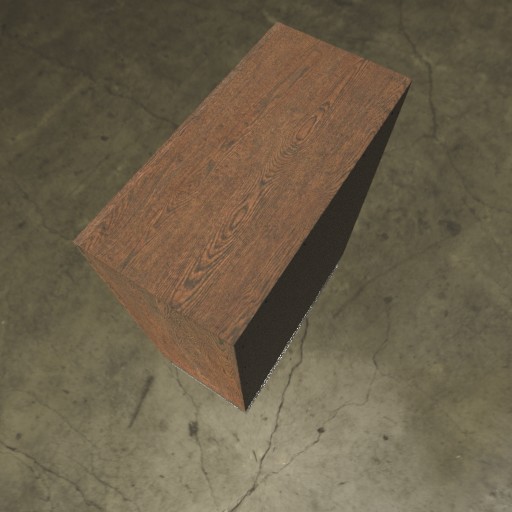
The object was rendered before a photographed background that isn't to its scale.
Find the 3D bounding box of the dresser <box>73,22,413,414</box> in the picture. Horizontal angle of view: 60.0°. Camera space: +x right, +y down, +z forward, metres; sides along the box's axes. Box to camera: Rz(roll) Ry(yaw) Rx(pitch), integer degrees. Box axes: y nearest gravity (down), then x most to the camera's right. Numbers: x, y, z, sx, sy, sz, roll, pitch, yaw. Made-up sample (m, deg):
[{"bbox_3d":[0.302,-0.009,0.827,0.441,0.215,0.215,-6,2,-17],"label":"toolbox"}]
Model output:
[{"bbox_3d":[0.000,0.000,1.807,0.508,1.321,0.965,30,68,14],"label":"dresser"}]
